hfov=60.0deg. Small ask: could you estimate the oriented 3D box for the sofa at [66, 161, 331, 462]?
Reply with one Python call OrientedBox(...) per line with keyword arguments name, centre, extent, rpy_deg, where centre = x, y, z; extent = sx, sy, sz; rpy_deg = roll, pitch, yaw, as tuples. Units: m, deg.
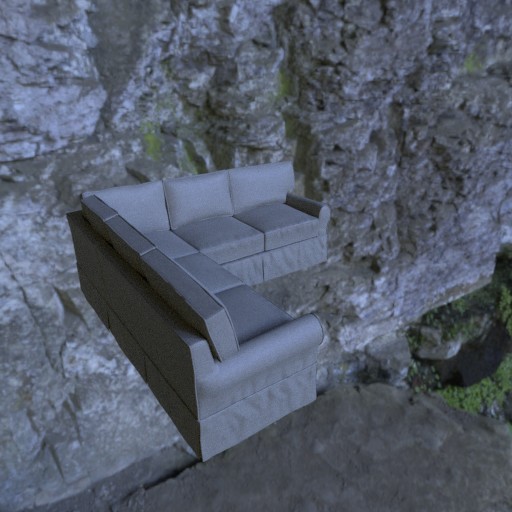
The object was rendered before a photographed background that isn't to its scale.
OrientedBox(name="sofa", centre=(0.000, 0.000, 4.065), extent=(2.623, 1.081, 2.618), rpy_deg=(-17, 30, -31))
